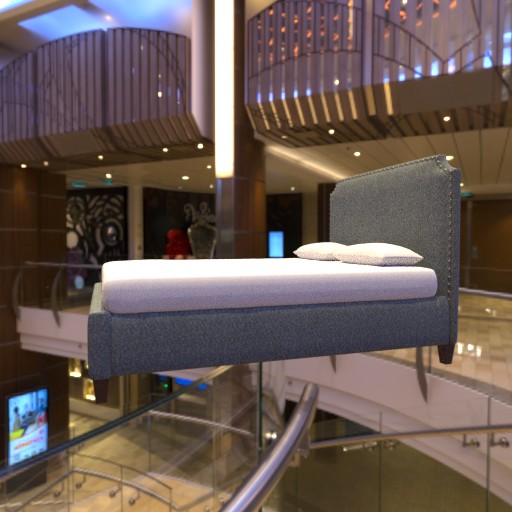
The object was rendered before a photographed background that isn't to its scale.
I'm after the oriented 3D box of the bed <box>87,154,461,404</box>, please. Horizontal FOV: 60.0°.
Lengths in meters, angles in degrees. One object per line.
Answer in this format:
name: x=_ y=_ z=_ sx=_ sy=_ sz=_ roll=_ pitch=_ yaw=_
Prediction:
bed: x=0.000 y=0.000 z=3.393 sx=2.372 sy=1.443 sz=1.712 roll=-1 pitch=2 yaw=-19
